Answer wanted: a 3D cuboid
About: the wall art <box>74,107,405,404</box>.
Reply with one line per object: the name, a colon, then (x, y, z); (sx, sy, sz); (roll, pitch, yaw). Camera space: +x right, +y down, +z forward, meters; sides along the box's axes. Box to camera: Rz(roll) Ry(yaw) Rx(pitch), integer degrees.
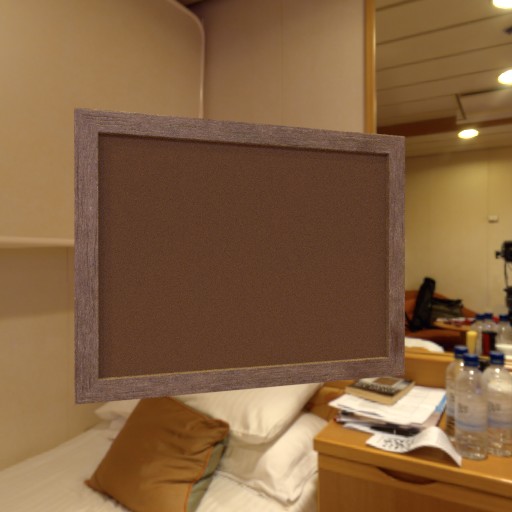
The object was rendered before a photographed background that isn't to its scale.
wall art: (0.000, 0.000, 0.909); (0.690, 0.535, 0.026); (0, 0, -17)
